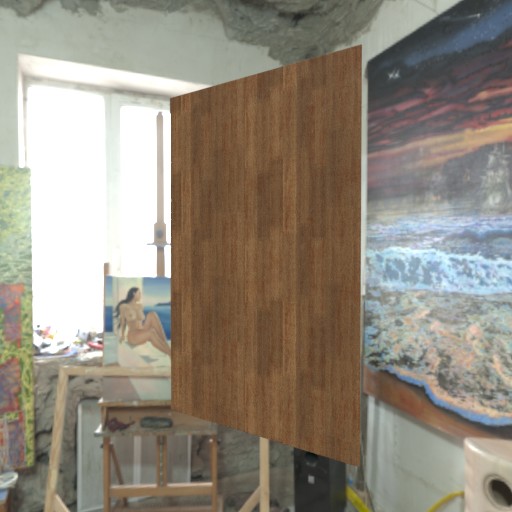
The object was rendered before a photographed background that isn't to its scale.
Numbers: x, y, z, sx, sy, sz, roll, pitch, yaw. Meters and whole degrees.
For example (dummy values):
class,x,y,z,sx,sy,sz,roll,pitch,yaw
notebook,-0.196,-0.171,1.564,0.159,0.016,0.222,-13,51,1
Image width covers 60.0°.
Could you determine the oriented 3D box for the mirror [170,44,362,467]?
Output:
class,x,y,z,sx,sy,sz,roll,pitch,yaw
mirror,0.000,0.000,1.267,0.651,1.010,0.047,1,1,36
